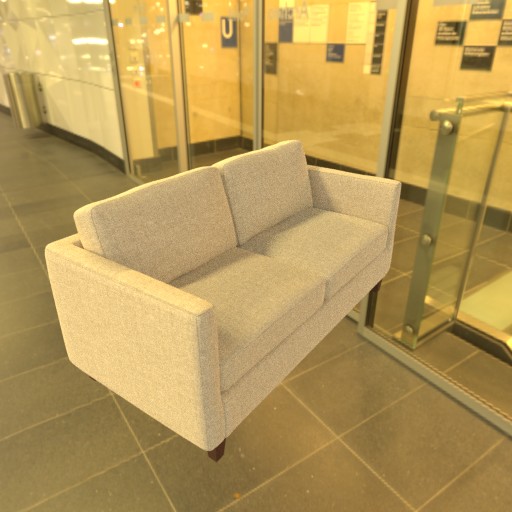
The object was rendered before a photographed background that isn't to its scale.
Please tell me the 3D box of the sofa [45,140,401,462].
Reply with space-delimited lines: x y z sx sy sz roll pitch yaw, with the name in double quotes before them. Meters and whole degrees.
"sofa" 0.000 0.000 2.450 0.950 0.963 1.884 18 31 32
